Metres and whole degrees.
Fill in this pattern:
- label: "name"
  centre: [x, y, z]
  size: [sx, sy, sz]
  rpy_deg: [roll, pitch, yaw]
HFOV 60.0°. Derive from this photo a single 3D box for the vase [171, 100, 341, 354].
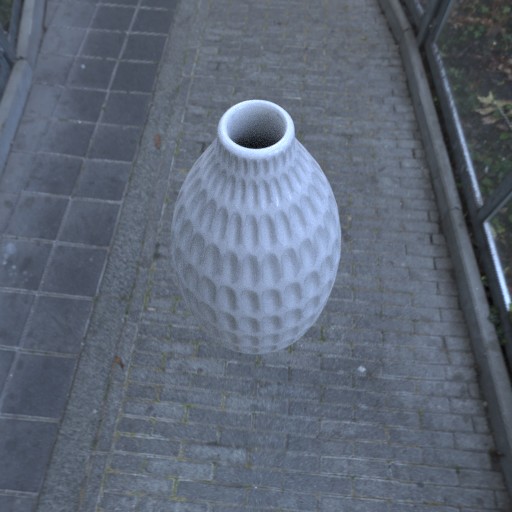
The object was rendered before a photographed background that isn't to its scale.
- label: "vase"
  centre: [0.000, 0.000, 0.345]
  size: [0.127, 0.282, 0.127]
  rpy_deg: [0, 62, 0]
